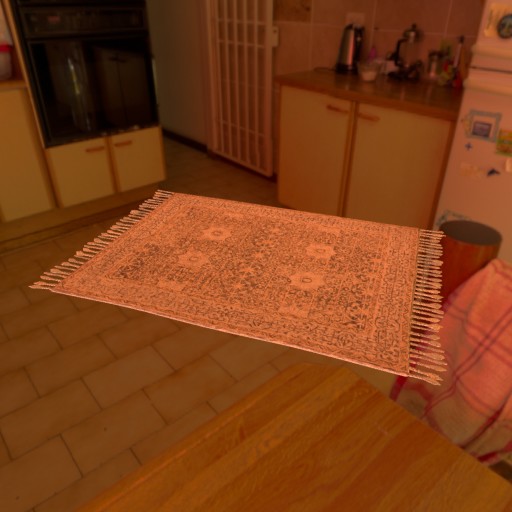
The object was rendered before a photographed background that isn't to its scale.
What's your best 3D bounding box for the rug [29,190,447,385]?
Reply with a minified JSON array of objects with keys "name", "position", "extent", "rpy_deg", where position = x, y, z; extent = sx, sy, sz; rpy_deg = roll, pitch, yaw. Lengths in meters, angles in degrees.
[{"name":"rug","position":[0.000,0.000,3.045],"extent":[2.465,0.023,1.619],"rpy_deg":[10,33,17]}]
